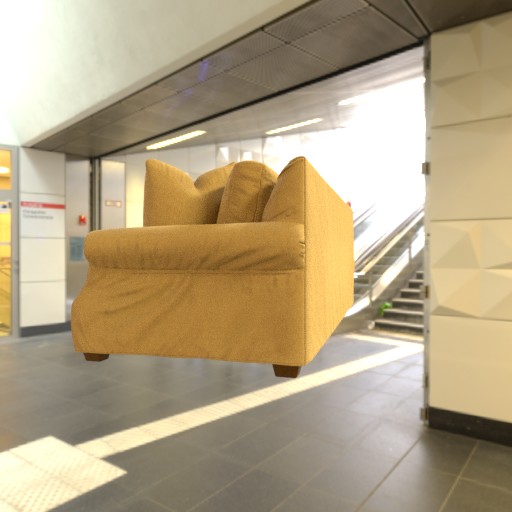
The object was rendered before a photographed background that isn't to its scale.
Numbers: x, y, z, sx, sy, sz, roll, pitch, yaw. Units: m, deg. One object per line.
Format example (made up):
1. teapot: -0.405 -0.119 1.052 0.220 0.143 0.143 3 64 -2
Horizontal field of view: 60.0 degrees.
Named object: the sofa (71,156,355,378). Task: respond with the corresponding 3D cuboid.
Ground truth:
1. sofa: 0.000 0.000 2.794 1.067 0.904 2.285 0 1 17
